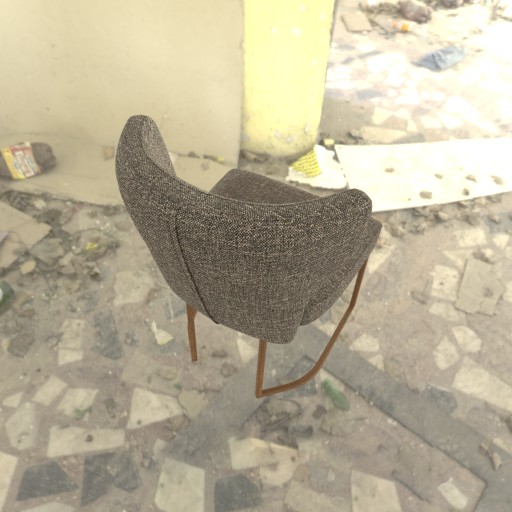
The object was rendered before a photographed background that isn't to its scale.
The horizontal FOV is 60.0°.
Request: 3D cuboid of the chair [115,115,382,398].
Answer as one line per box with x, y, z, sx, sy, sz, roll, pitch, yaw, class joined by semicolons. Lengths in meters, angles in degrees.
0.000;0.000;1.281;0.611;0.824;0.617;24;52;20;chair
